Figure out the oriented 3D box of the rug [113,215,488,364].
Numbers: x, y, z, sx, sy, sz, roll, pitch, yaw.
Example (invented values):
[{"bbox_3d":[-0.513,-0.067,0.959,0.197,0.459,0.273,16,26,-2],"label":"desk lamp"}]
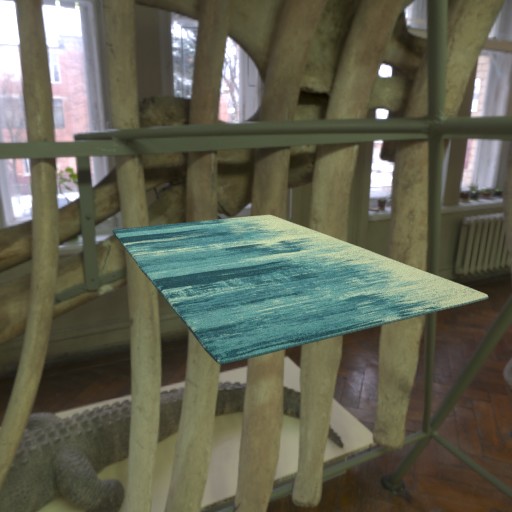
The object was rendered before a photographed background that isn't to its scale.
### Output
[{"bbox_3d":[0.000,0.000,3.030,1.540,0.027,2.450,-8,18,-25],"label":"rug"}]
